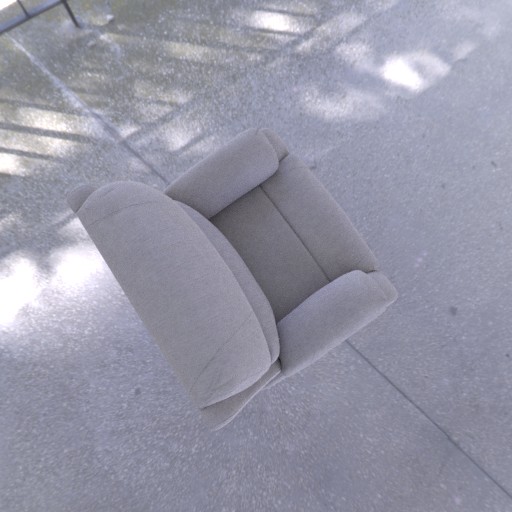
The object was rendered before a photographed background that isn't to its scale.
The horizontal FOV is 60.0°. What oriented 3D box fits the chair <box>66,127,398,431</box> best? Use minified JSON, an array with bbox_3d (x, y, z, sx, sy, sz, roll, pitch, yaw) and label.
[{"bbox_3d":[0.000,0.000,1.771,0.899,1.011,0.930,-34,79,-7],"label":"chair"}]
